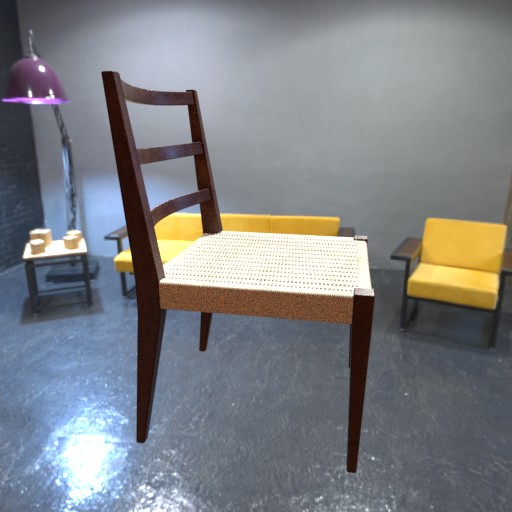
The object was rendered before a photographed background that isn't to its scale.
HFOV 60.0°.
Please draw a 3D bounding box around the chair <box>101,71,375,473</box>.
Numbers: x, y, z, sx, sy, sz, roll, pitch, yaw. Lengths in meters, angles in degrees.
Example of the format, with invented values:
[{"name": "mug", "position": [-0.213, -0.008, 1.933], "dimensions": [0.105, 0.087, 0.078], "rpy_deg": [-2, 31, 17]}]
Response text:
[{"name": "chair", "position": [0.000, 0.000, 1.100], "dimensions": [0.551, 0.813, 0.480], "rpy_deg": [3, 17, 11]}]
